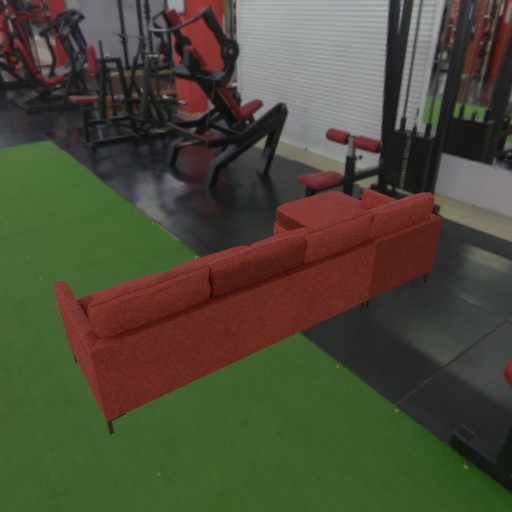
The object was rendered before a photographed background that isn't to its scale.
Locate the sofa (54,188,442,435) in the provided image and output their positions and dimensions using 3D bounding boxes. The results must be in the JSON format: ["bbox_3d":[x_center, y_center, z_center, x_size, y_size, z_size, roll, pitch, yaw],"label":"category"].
[{"bbox_3d":[0.000,0.000,4.071,3.400,0.967,1.500,-19,34,-30],"label":"sofa"}]
